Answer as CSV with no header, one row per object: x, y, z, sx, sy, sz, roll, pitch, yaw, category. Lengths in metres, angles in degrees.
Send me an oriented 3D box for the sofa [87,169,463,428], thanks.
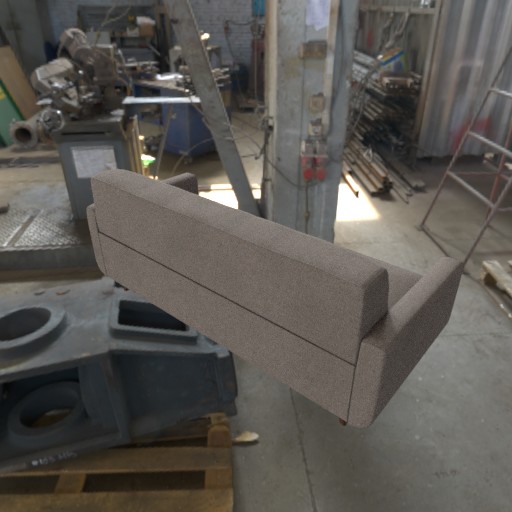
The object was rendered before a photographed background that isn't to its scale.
0.000,0.000,2.564,2.029,0.841,0.909,23,37,34,sofa
